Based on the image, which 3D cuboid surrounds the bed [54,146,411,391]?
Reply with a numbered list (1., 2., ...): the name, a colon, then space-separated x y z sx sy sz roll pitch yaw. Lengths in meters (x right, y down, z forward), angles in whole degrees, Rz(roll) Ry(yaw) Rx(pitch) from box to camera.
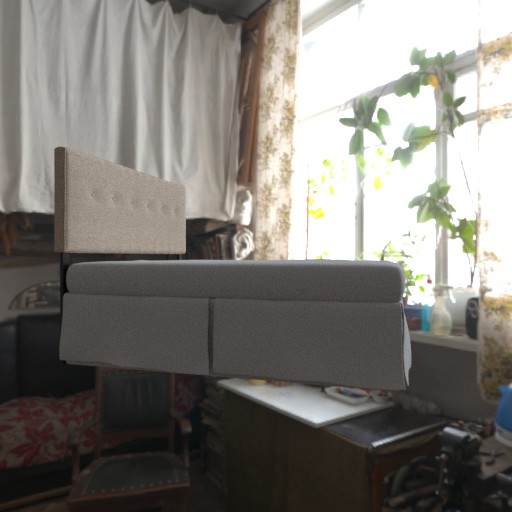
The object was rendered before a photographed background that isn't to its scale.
1. bed: 0.000 0.000 3.039 1.978 1.270 1.643 0 0 17
